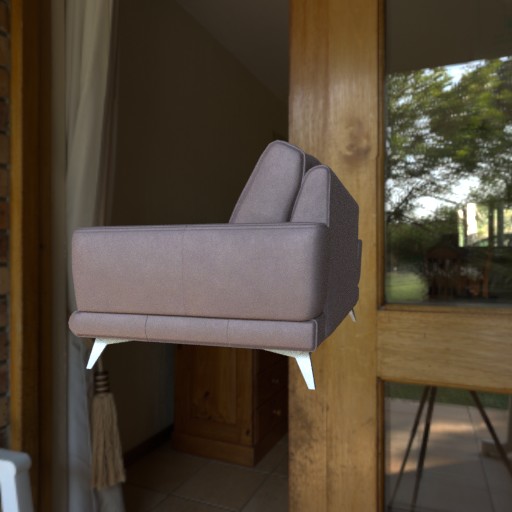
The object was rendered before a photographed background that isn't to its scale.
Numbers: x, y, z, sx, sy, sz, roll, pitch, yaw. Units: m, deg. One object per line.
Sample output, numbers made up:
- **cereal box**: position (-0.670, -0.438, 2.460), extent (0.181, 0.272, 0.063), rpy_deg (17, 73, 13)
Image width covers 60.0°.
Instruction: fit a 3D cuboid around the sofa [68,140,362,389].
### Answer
- **sofa**: position (0.000, 0.000, 2.427), extent (1.018, 0.907, 1.806), rpy_deg (0, 0, 18)
